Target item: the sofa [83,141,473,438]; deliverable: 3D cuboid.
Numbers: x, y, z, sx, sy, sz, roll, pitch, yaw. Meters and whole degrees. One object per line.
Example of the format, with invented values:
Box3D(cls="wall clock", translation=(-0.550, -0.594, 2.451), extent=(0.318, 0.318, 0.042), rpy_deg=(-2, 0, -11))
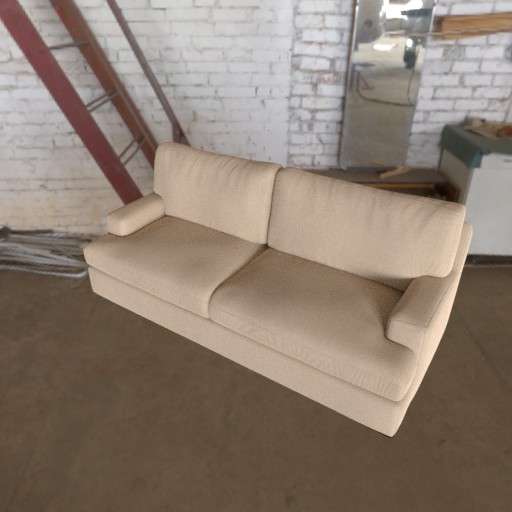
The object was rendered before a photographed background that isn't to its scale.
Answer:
Box3D(cls="sofa", translation=(0.000, 0.000, 2.641), extent=(2.147, 0.925, 0.929), rpy_deg=(19, 35, 28))
